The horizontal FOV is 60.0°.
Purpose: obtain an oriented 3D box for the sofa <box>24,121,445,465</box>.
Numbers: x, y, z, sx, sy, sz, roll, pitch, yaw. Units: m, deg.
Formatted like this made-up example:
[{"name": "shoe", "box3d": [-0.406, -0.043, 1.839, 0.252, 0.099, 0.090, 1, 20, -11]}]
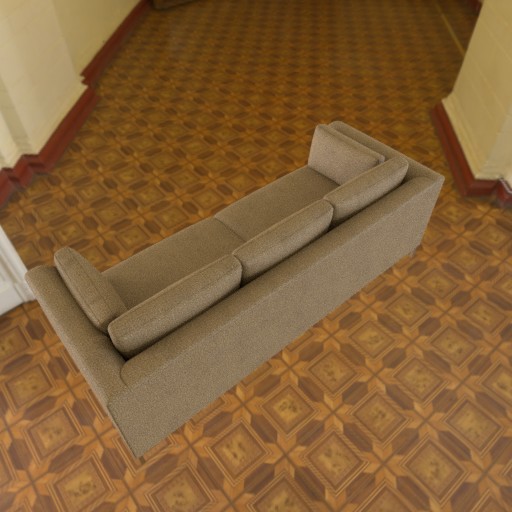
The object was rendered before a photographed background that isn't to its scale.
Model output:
[{"name": "sofa", "box3d": [0.000, 0.000, 2.829, 2.415, 0.867, 0.969, -31, 54, -26]}]
